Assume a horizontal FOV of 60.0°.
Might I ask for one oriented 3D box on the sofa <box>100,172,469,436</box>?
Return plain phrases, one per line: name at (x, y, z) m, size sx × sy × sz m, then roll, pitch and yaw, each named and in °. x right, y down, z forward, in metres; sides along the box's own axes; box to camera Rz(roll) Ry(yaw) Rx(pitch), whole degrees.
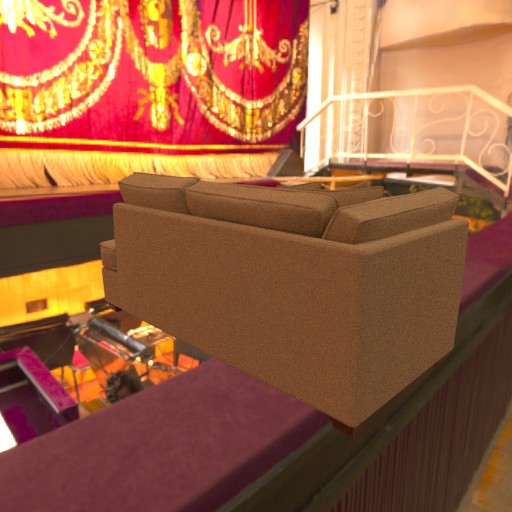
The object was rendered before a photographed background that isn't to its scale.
sofa at (0.000, 0.000, 2.860) m, size 1.110 × 1.033 × 2.237 m, roll -14°, pitch 19°, yaw -43°
